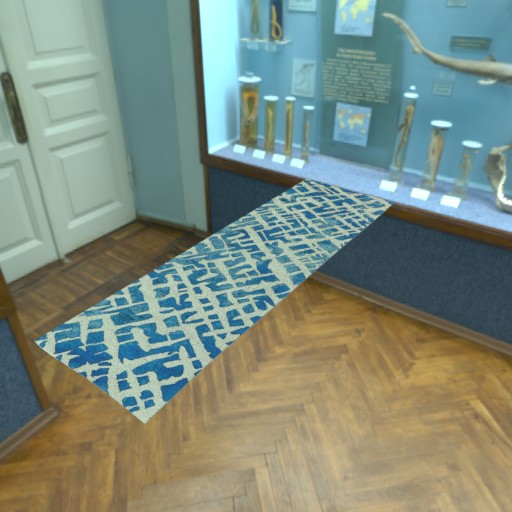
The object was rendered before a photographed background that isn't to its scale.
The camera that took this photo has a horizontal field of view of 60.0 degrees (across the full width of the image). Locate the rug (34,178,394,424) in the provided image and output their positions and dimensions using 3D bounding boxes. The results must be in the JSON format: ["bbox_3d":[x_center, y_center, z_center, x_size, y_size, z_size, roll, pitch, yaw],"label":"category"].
[{"bbox_3d":[0.000,0.000,2.706,0.768,0.011,2.446,22,39,30],"label":"rug"}]
